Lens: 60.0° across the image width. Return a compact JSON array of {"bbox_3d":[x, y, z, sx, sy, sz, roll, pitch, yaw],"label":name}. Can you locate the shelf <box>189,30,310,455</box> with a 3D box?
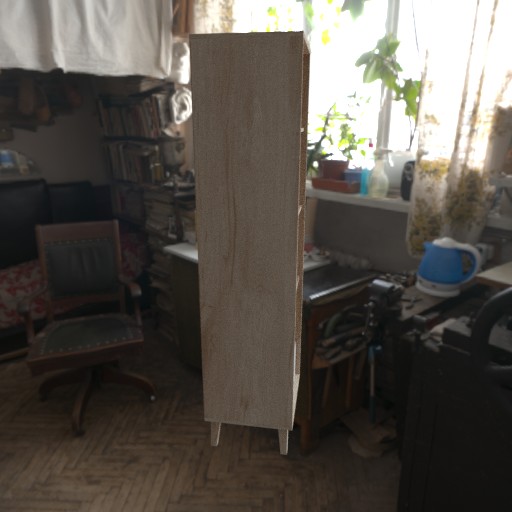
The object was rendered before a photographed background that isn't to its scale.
[{"bbox_3d":[0.000,0.000,2.237,0.450,1.960,0.510,3,17,9],"label":"shelf"}]
